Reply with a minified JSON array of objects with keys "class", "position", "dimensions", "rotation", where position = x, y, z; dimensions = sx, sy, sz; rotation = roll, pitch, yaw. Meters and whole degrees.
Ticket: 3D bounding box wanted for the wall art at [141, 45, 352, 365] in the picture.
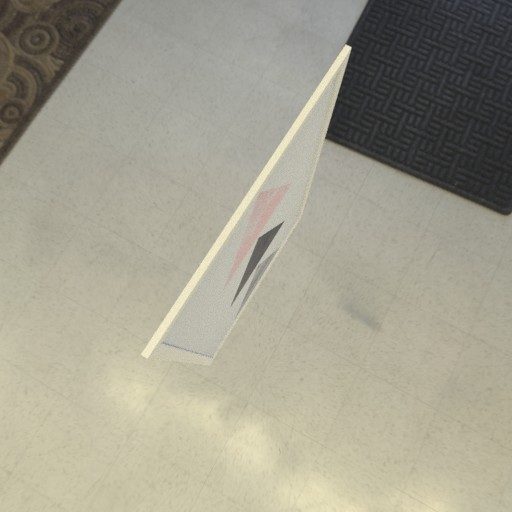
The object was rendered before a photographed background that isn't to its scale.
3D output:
[{"class":"wall art","position":[0.000,0.000,1.206],"dimensions":[0.013,0.940,0.659],"rotation":[31,78,8]}]
